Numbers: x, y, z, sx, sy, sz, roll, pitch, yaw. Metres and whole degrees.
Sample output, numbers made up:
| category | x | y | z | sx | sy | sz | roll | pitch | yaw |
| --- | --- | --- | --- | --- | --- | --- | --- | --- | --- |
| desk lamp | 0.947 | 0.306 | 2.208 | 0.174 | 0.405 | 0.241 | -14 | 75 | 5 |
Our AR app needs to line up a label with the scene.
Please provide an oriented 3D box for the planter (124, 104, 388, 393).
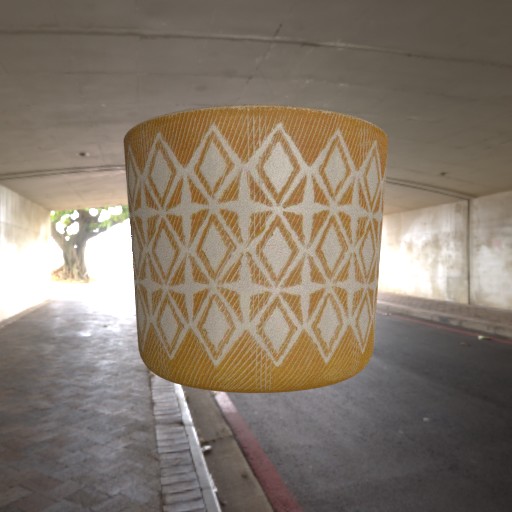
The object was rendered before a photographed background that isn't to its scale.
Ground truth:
| category | x | y | z | sx | sy | sz | roll | pitch | yaw |
| --- | --- | --- | --- | --- | --- | --- | --- | --- | --- |
| planter | 0.000 | 0.000 | 0.337 | 0.193 | 0.165 | 0.193 | 0 | 0 | 0 |
